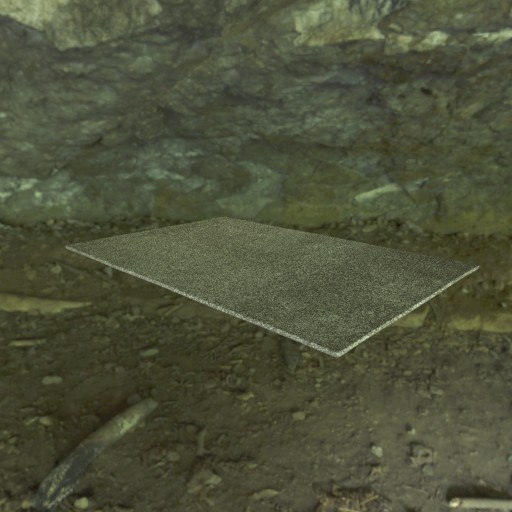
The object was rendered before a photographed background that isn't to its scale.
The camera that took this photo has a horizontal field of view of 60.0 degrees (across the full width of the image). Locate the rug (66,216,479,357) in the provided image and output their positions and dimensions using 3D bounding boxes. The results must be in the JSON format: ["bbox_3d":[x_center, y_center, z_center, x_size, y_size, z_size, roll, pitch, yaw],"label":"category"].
[{"bbox_3d":[0.000,0.000,3.437,2.699,0.026,1.802,15,21,42],"label":"rug"}]
